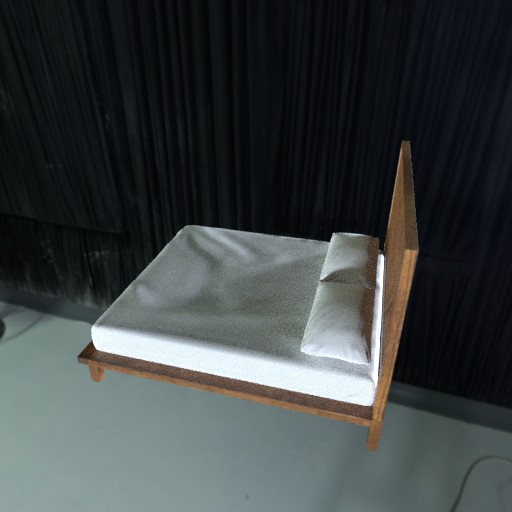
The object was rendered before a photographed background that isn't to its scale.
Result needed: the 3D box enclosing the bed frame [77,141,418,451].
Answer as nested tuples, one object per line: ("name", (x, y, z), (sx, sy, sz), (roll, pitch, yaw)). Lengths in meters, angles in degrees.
("bed frame", (0.000, 0.000, 3.684), (2.235, 1.537, 2.038), (8, 31, 13))
